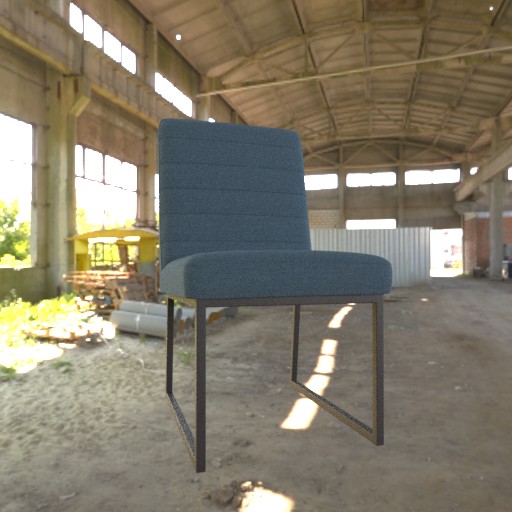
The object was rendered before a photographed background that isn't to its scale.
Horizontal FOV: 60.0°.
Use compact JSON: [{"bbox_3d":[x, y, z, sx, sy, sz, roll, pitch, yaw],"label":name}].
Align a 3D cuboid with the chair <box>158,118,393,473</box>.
[{"bbox_3d":[0.000,0.000,1.300,0.520,0.930,0.634,0,-1,-18],"label":"chair"}]
